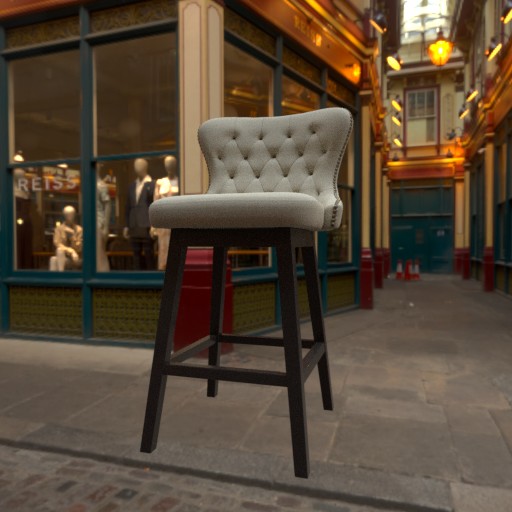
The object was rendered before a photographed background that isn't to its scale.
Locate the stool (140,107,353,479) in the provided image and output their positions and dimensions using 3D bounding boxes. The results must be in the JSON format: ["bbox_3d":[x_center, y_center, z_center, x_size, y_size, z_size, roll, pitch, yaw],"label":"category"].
[{"bbox_3d":[0.000,0.000,1.316,0.528,0.971,0.593,1,2,17],"label":"stool"}]
